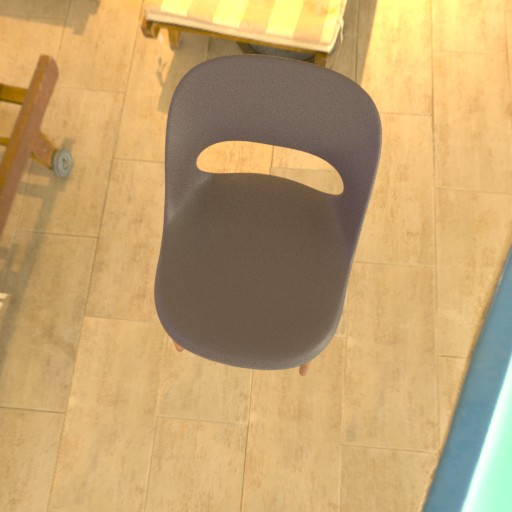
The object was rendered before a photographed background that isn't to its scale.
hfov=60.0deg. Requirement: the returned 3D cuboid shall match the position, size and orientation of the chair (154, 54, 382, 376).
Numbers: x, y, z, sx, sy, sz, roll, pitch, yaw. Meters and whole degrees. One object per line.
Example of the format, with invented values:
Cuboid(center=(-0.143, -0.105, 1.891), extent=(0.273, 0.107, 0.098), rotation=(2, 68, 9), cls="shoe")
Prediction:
Cuboid(center=(0.000, 0.000, 1.128), extent=(0.470, 0.795, 0.556), rotation=(11, 76, 3), cls="chair")
